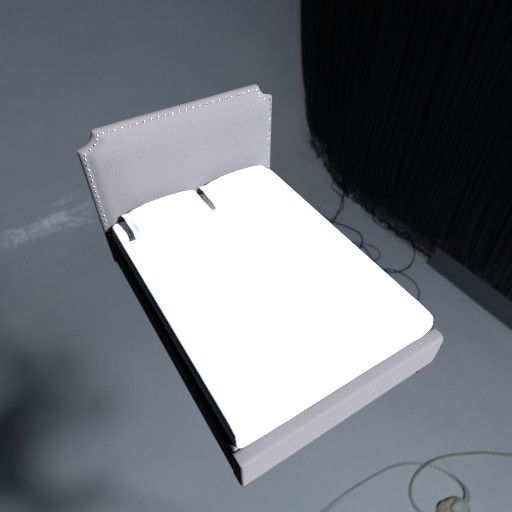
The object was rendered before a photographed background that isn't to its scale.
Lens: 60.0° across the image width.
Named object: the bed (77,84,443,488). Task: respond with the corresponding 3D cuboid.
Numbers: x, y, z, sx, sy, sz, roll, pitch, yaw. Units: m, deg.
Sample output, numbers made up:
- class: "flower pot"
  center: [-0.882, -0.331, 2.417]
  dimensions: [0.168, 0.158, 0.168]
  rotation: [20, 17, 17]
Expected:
- class: "bed"
  center: [0.000, 0.000, 3.342]
  dimensions: [1.713, 1.443, 2.372]
  rotation: [-24, 50, -22]
